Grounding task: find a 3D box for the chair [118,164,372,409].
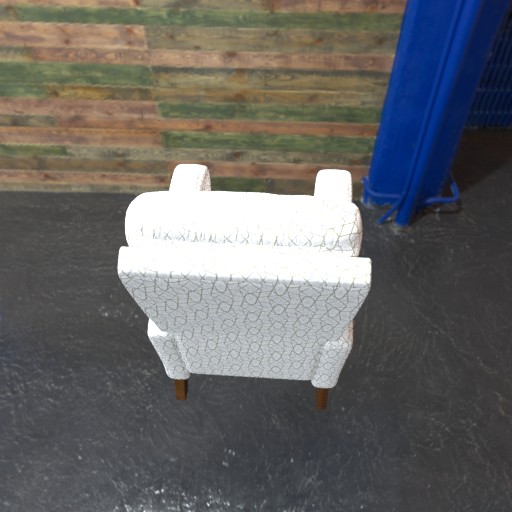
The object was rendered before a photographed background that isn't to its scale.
[{"bbox_3d":[0.000,0.000,1.739,0.796,1.064,0.995,3,45,3],"label":"chair"}]
